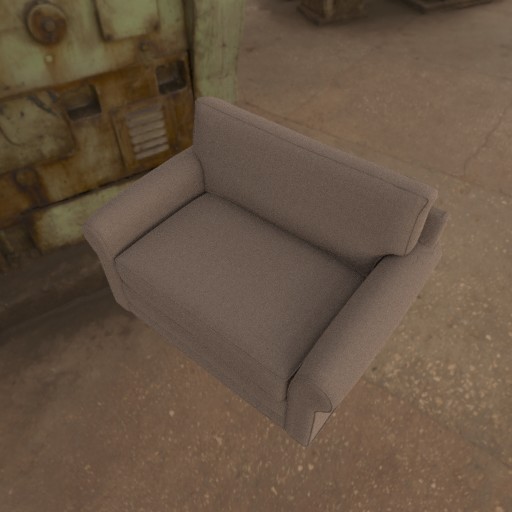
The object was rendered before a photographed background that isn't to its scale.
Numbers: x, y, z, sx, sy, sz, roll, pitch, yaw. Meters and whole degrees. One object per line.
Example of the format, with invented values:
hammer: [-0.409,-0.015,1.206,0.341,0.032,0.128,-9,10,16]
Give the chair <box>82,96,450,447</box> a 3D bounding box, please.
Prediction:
chair: [0.000,0.000,2.047,1.390,0.930,0.930,30,54,25]
